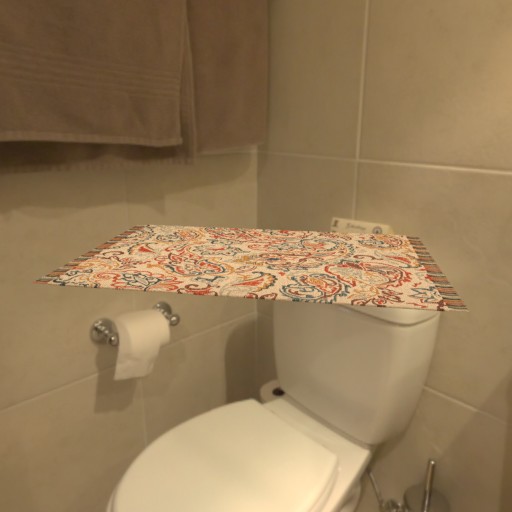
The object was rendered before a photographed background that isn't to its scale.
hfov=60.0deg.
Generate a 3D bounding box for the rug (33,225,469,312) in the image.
[{"bbox_3d":[0.000,0.000,2.549,1.997,0.010,1.218,3,18,9],"label":"rug"}]
